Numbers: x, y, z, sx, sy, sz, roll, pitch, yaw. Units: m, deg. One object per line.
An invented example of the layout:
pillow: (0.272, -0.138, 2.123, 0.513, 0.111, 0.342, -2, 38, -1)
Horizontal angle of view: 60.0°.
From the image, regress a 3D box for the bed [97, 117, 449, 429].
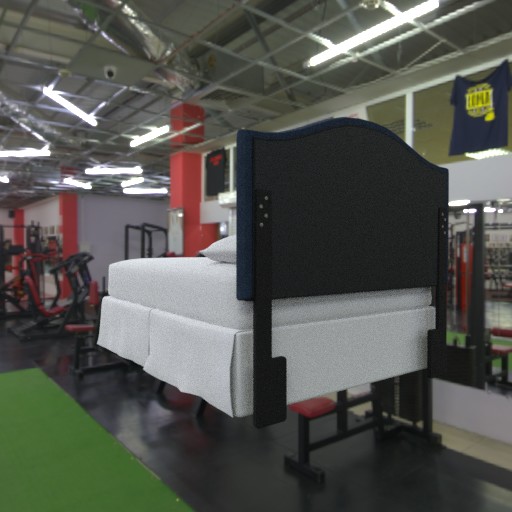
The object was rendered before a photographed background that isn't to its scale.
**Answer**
bed: (0.000, 0.000, 3.294, 1.725, 1.518, 2.153, 0, 1, -36)
